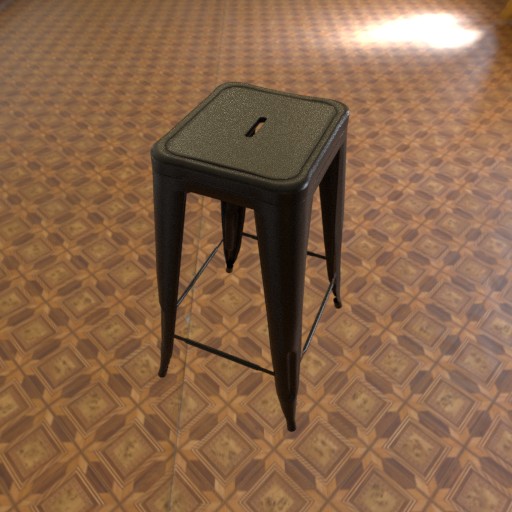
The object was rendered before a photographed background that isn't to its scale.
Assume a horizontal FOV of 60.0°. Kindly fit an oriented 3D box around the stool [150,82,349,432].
[{"bbox_3d":[0.000,0.000,0.941,0.423,0.609,0.455,9,46,9],"label":"stool"}]
